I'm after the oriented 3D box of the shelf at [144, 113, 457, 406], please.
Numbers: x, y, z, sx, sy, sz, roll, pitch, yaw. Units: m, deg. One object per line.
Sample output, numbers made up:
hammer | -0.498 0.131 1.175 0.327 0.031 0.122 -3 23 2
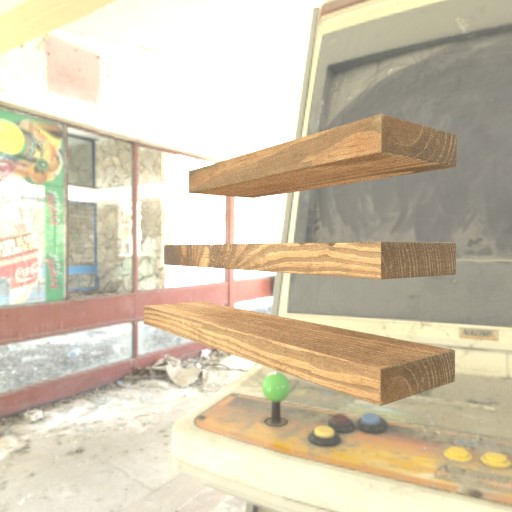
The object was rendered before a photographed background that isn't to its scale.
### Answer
shelf | 0.000 0.000 0.728 0.140 0.293 0.610 -1 1 -36
